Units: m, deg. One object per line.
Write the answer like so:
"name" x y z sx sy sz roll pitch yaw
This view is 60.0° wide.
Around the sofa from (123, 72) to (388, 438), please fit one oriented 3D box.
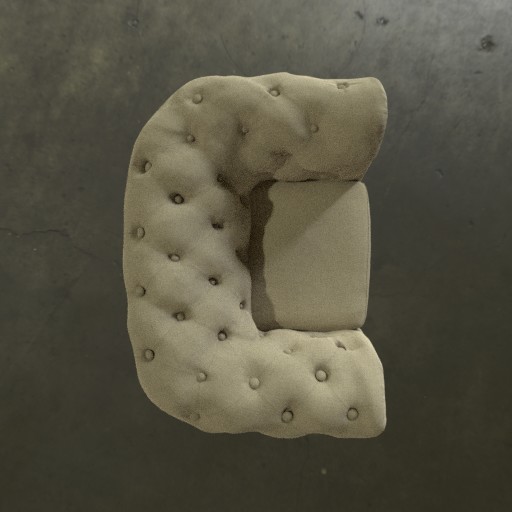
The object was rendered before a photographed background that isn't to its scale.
"sofa" 0.000 0.000 2.025 1.034 0.878 1.405 0 90 1
